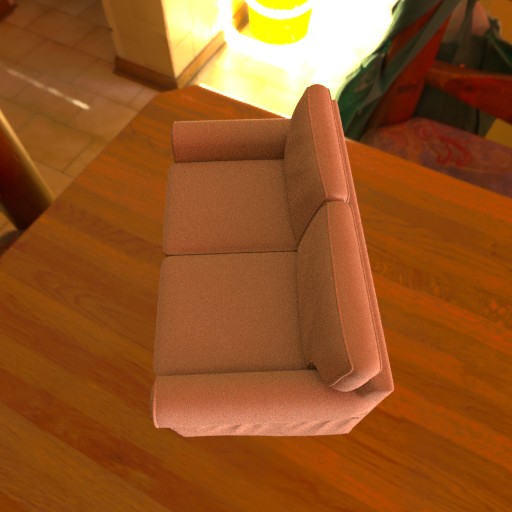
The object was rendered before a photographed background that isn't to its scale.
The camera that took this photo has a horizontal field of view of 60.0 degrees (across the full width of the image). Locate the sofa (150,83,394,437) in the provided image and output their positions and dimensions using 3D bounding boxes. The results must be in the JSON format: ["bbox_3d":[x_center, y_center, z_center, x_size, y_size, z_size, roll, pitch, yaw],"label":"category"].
[{"bbox_3d":[0.000,0.000,2.357,0.991,0.940,1.727,-2,59,-1],"label":"sofa"}]
